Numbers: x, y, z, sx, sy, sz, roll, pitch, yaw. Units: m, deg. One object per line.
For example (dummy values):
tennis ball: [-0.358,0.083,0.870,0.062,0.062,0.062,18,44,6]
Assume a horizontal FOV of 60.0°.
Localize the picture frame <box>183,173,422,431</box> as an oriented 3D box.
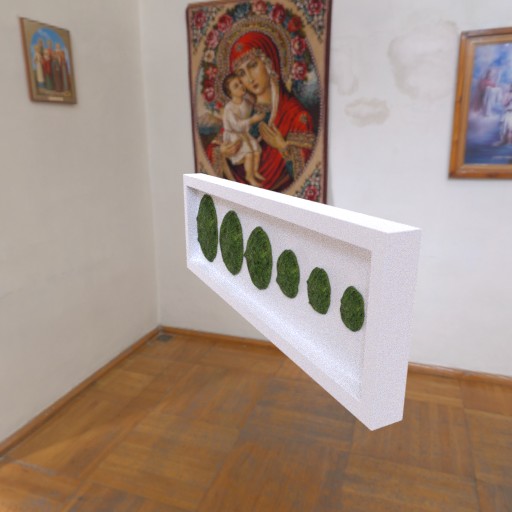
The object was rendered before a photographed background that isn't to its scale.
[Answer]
picture frame: [0.000,0.000,0.851,0.050,0.250,0.759,-7,17,-25]
